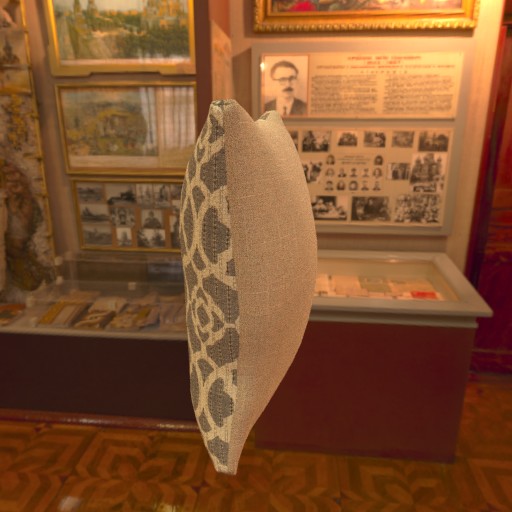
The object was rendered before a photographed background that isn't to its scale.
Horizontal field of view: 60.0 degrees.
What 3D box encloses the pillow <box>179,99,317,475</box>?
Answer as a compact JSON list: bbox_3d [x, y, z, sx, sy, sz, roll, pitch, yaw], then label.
[{"bbox_3d":[0.000,0.000,0.778,0.215,0.498,0.508,2,17,8],"label":"pillow"}]
